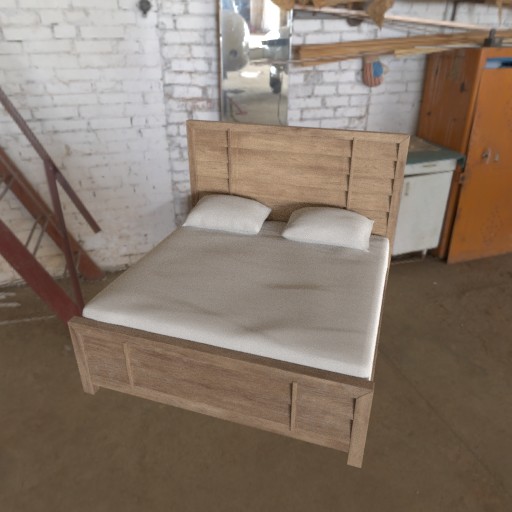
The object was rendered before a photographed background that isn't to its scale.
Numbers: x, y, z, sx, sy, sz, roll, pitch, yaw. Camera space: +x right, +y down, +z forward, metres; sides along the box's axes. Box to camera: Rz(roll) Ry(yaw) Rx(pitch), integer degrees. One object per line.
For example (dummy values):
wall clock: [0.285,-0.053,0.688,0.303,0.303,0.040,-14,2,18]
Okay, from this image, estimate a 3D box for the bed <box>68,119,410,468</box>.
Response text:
bed: [0.000,0.000,3.491,2.032,1.626,2.032,9,29,16]
